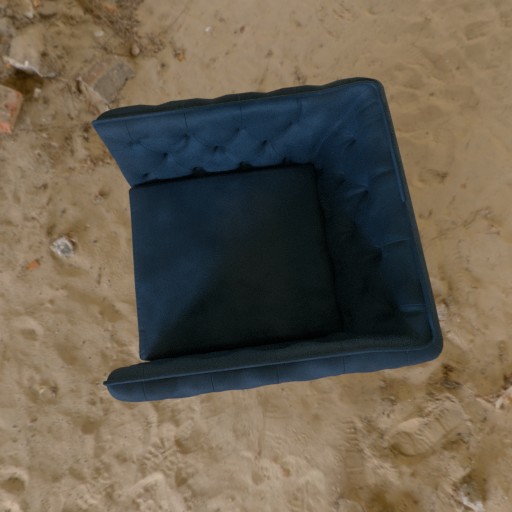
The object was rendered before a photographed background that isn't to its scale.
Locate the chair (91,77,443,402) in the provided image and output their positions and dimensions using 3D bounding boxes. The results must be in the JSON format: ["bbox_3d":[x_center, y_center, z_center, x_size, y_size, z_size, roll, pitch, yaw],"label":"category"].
[{"bbox_3d":[0.000,0.000,1.554,0.877,0.771,0.868,-7,76,-2],"label":"chair"}]
